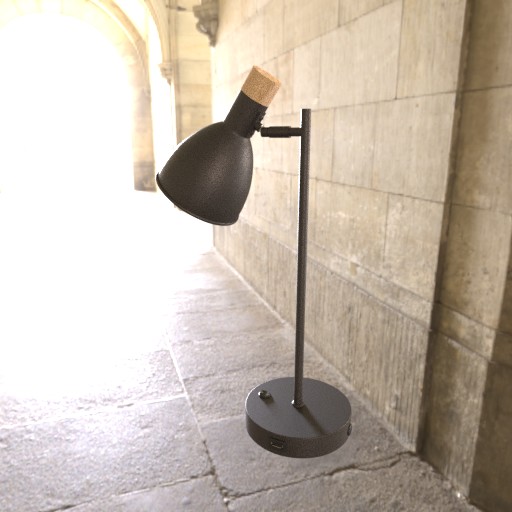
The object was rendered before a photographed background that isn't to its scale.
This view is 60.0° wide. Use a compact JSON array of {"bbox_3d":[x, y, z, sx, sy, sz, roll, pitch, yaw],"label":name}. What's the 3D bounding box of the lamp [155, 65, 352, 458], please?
[{"bbox_3d":[0.000,0.000,0.605,0.287,0.483,0.152,7,16,25],"label":"lamp"}]
